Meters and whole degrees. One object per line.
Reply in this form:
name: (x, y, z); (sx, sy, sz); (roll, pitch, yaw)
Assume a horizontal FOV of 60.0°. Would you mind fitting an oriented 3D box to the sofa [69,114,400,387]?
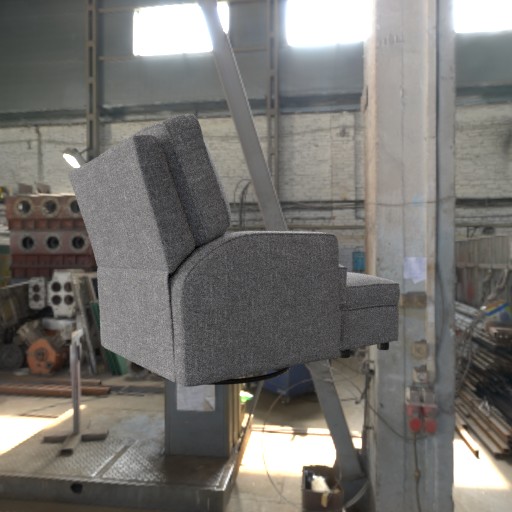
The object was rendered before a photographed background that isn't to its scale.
sofa: (0.000, 0.000, 2.058); (1.472, 0.959, 0.861); (0, 0, -37)
